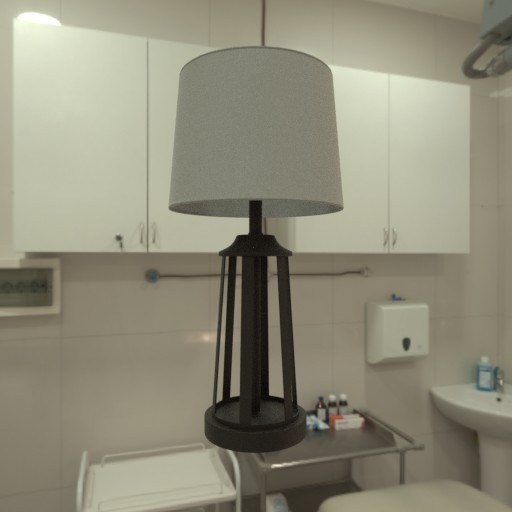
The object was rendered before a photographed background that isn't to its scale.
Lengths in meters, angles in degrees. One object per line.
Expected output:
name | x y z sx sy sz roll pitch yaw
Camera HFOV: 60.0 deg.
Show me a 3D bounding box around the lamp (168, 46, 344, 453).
lamp | 0.000 0.000 0.646 0.251 0.509 0.251 0 0 0
